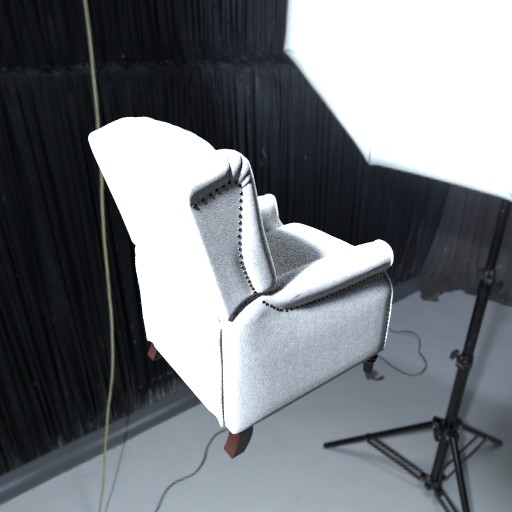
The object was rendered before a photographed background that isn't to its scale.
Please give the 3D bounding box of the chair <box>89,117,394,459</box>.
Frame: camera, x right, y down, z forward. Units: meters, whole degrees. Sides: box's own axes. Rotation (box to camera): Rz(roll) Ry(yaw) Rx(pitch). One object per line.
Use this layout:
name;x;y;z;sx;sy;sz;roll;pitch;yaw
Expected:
chair;0.000;0.000;1.649;0.902;1.035;0.742;-18;32;-32
